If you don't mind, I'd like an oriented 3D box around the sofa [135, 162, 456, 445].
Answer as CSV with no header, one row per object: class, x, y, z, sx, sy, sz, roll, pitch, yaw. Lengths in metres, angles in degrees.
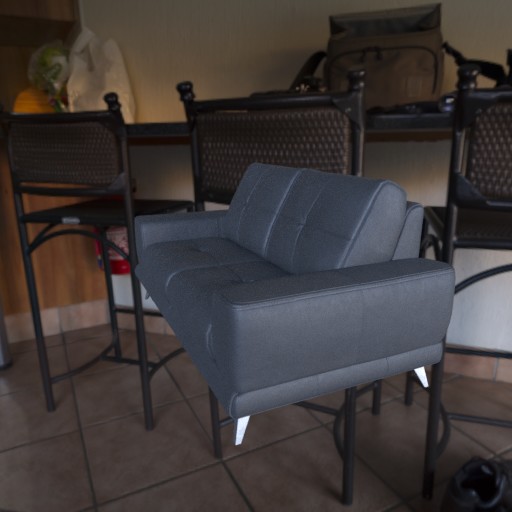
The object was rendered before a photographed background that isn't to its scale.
sofa,0.000,0.000,2.381,1.018,0.907,1.806,-7,17,-24
